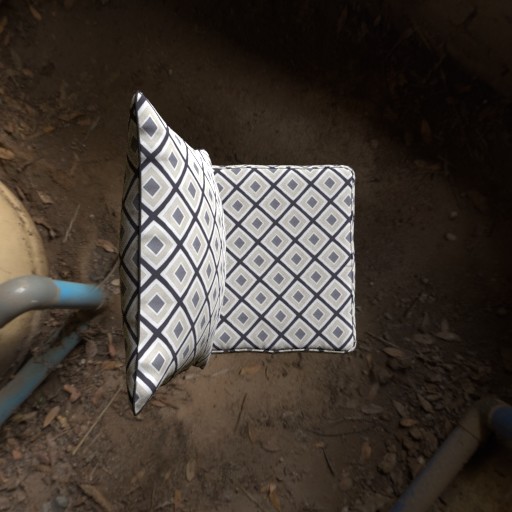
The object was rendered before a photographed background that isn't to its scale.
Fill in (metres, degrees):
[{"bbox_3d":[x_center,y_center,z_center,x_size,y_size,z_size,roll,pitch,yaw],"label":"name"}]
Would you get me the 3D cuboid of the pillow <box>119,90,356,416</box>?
[{"bbox_3d":[0.000,0.000,1.383,0.733,0.722,0.798,0,88,0],"label":"pillow"}]
